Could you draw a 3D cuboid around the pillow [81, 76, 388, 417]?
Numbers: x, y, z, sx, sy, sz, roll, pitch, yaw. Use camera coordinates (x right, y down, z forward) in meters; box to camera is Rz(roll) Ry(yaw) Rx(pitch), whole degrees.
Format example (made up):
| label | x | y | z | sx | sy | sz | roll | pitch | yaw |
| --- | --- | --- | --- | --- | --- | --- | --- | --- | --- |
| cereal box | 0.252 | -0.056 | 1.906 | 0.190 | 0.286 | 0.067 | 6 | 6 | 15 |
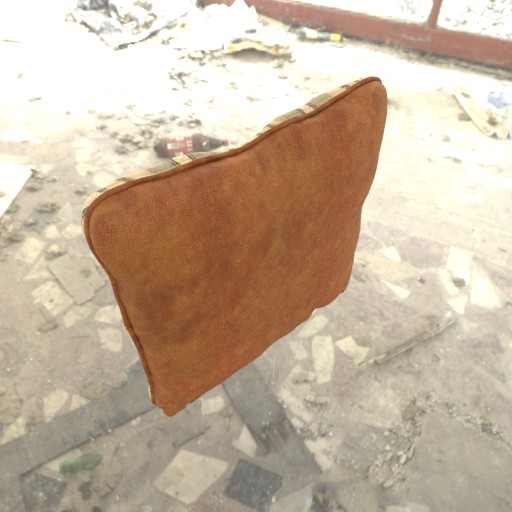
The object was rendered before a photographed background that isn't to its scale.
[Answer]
| label | x | y | z | sx | sy | sz | roll | pitch | yaw |
| --- | --- | --- | --- | --- | --- | --- | --- | --- | --- |
| pillow | 0.000 | 0.000 | 0.733 | 0.489 | 0.490 | 0.130 | -31 | 54 | -26 |
